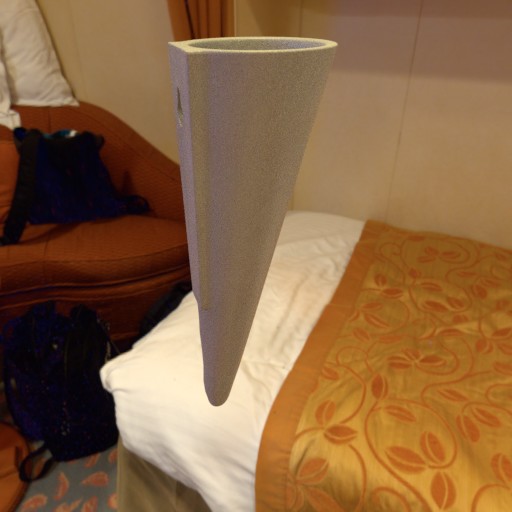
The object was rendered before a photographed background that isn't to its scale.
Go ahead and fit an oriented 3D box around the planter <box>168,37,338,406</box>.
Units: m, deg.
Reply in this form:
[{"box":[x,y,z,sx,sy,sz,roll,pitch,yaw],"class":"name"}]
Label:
[{"box":[0.000,0.000,0.220,0.064,0.191,0.057,-11,32,-17],"class":"planter"}]
